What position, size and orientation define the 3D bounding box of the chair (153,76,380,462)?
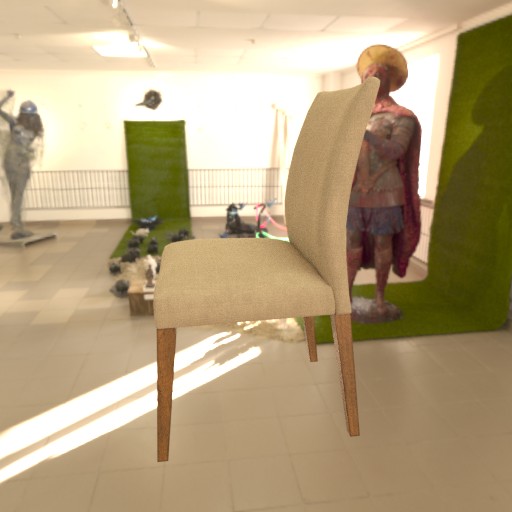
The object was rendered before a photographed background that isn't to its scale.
[{"bbox_3d":[0.000,0.000,1.291,0.585,0.940,0.496,-2,16,-8],"label":"chair"}]
